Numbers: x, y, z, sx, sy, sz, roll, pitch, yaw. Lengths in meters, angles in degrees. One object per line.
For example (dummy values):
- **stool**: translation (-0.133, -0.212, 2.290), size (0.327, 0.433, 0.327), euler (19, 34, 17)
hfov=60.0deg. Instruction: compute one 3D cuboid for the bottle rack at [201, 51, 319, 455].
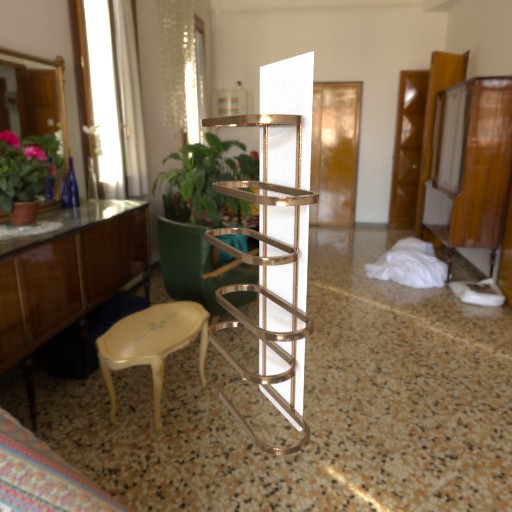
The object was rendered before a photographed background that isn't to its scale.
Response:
- **bottle rack**: translation (0.000, 0.000, 0.857), size (0.118, 0.709, 0.332), euler (-7, 17, -26)
